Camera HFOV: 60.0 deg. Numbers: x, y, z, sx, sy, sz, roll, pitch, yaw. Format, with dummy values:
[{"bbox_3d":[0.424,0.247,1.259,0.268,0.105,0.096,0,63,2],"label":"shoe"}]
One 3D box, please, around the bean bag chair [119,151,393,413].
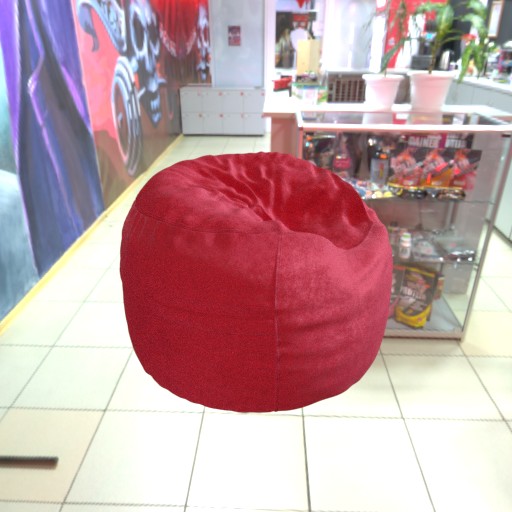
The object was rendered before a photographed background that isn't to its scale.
[{"bbox_3d":[0.000,0.000,2.029,1.218,0.788,1.218,0,26,0],"label":"bean bag chair"}]
